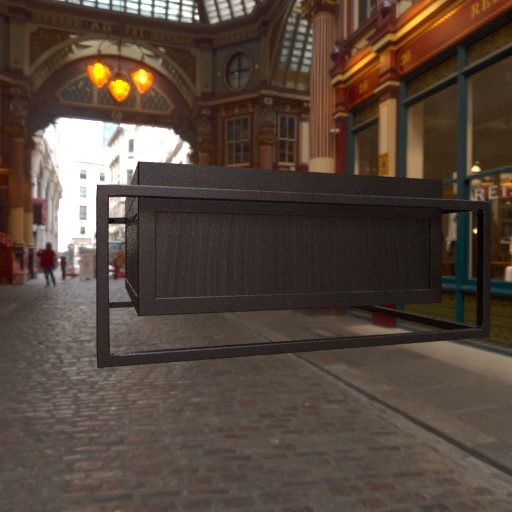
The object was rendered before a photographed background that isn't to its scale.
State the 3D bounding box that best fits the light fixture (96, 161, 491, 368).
[{"bbox_3d":[0.000,0.000,0.666,0.441,0.191,0.441,0,1,-18],"label":"light fixture"}]
